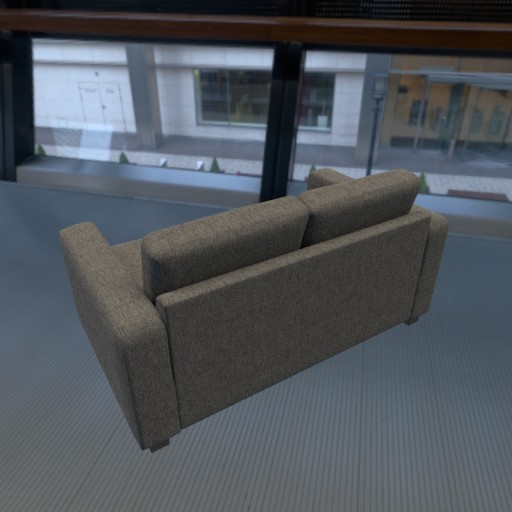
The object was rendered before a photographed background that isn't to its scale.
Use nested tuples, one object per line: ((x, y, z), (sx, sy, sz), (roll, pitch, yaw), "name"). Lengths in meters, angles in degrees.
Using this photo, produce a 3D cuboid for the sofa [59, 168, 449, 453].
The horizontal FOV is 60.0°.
((0.000, 0.000, 2.029), (1.520, 0.800, 0.900), (-18, 34, -28), "sofa")
